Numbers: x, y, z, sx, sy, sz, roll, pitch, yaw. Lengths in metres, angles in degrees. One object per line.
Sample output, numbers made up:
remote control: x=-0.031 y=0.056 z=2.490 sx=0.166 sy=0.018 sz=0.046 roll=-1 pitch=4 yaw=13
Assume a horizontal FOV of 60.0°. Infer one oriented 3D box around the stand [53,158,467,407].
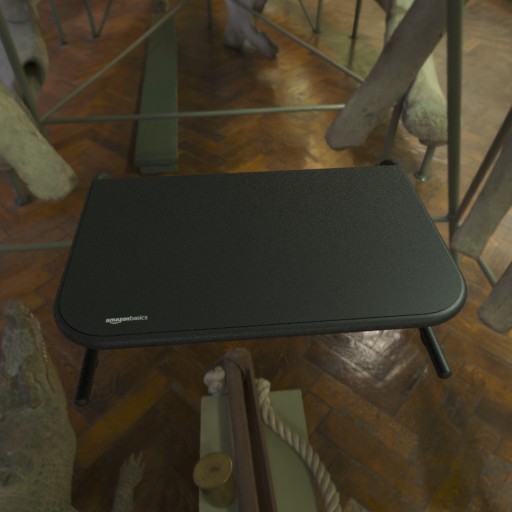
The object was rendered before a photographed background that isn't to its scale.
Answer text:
stand: x=0.000 y=0.000 z=0.495 sx=0.370 sy=0.108 sz=0.280 roll=-3 pitch=45 yaw=-3
